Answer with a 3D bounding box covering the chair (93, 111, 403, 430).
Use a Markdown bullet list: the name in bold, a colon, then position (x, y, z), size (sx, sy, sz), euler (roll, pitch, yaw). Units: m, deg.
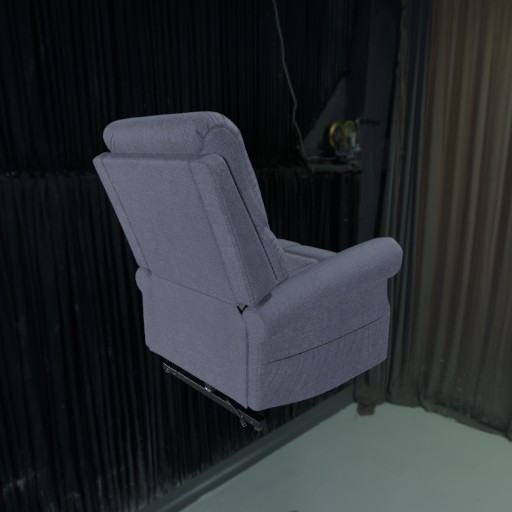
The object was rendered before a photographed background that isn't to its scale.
- **chair**: position (0.000, 0.000, 1.760), size (0.979, 1.031, 0.871), euler (-13, 19, -42)
